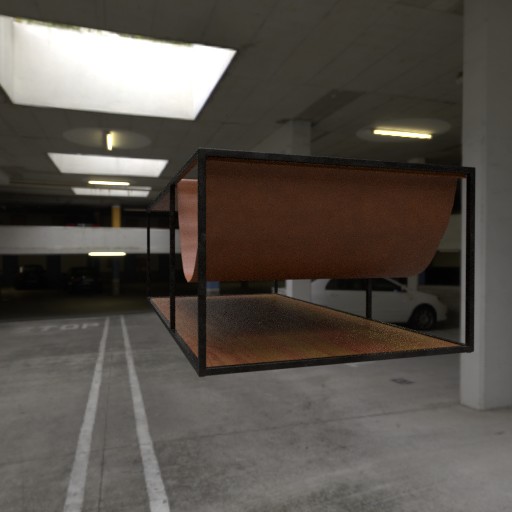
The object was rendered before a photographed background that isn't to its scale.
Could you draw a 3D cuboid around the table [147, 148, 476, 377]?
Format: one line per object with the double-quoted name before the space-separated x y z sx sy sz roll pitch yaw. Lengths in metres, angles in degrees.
"table" 0.000 0.000 1.428 0.597 0.403 1.199 0 1 -18
